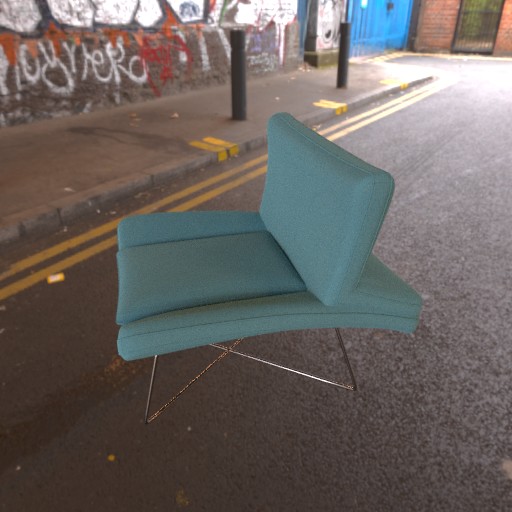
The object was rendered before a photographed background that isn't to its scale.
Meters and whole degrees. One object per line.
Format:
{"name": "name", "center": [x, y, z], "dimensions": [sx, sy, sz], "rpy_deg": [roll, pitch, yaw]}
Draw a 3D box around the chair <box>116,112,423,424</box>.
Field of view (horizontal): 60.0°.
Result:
{"name": "chair", "center": [0.000, 0.000, 1.637], "dimensions": [1.008, 0.855, 0.859], "rpy_deg": [-8, 30, -13]}
